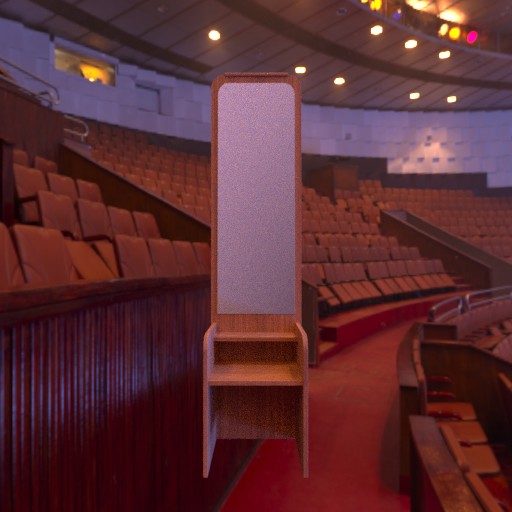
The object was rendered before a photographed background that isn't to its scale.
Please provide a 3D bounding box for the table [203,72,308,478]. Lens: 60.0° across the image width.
[{"bbox_3d":[0.000,0.000,2.027,0.450,1.830,0.420,0,0,0],"label":"table"}]
